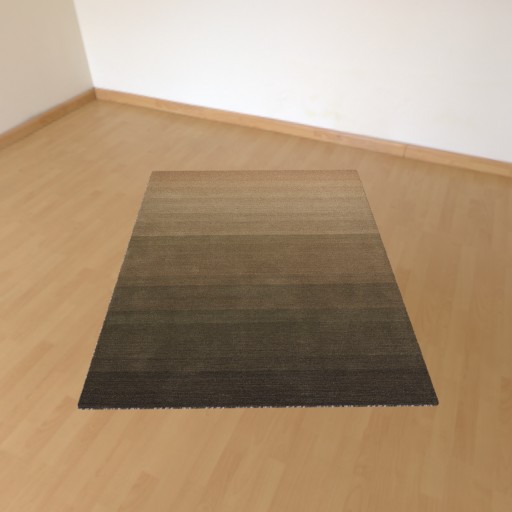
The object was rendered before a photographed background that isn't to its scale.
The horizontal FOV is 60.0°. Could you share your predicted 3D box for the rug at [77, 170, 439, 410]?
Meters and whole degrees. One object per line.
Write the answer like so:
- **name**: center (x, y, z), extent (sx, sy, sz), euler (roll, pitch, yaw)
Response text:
- **rug**: center (0.000, 0.000, 3.887), extent (2.306, 0.017, 2.902), euler (0, 41, -1)
